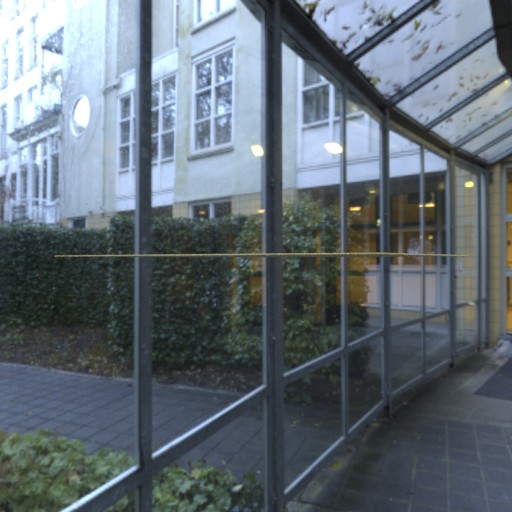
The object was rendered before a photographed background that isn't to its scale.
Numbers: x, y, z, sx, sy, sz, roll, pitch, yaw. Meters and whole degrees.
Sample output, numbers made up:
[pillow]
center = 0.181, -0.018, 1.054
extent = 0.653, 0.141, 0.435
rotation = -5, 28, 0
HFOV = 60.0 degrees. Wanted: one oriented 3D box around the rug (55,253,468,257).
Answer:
[rug]
center = 0.000, 0.000, 2.942
extent = 2.286, 0.006, 1.524
rotation = 0, -1, 37
